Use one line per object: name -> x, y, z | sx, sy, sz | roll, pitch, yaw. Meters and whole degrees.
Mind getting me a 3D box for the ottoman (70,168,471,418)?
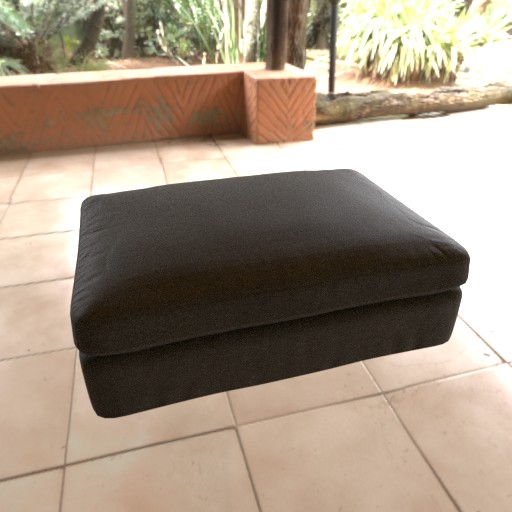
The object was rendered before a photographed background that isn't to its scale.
ottoman -> 0.000, 0.000, 1.604 | 1.199, 0.429, 0.840 | -9, 32, -14
